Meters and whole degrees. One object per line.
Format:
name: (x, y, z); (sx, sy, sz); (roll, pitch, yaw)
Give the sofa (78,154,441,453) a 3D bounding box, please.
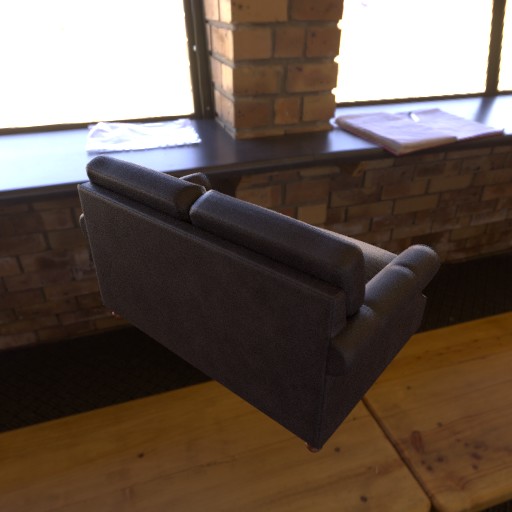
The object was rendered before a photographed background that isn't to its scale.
sofa: (0.000, 0.000, 2.333); (1.663, 0.979, 1.030); (23, 38, 34)
